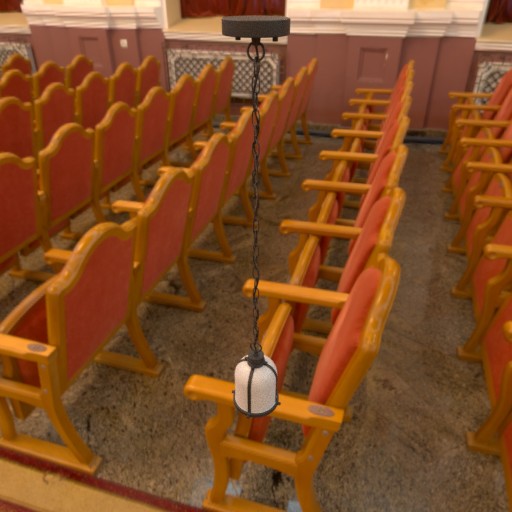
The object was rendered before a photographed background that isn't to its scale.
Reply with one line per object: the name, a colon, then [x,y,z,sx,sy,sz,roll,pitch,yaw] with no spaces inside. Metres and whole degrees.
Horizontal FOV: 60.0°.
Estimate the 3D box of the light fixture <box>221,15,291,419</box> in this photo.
light fixture: [0.000,0.000,1.245,0.178,1.181,0.178,10,33,15]
